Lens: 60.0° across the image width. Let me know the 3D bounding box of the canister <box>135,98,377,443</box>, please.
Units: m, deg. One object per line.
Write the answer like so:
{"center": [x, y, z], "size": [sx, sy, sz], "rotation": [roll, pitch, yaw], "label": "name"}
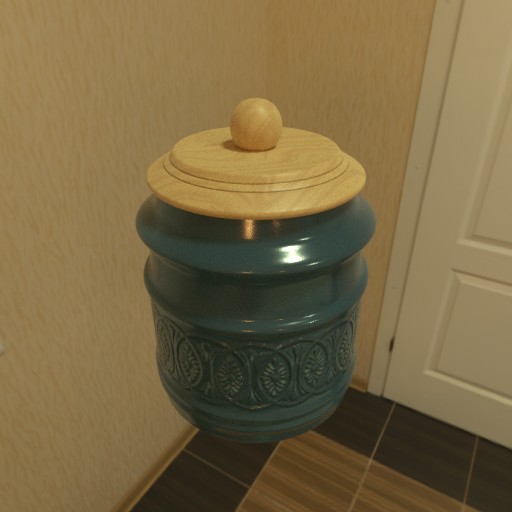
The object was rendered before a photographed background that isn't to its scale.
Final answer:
{"center": [0.000, 0.000, 0.259], "size": [0.130, 0.176, 0.130], "rotation": [0, 30, 0], "label": "canister"}
